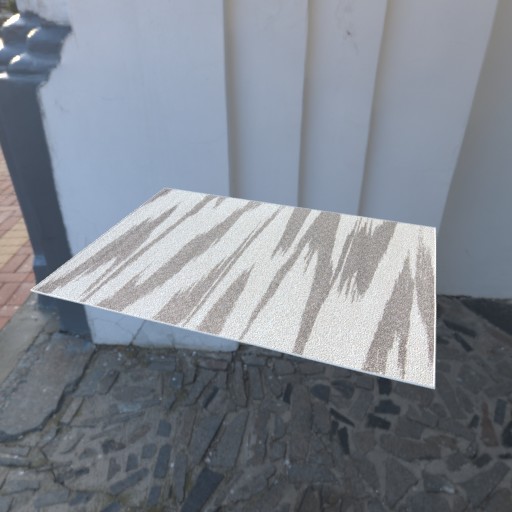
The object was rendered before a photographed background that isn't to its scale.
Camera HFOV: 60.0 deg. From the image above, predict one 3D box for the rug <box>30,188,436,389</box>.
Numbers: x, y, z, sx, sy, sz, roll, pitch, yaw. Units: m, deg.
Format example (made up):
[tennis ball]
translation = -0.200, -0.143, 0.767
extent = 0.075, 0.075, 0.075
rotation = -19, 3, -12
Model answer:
[rug]
translation = 0.000, 0.000, 2.783
extent = 2.142, 0.010, 1.533
rotation = 10, 33, 16
